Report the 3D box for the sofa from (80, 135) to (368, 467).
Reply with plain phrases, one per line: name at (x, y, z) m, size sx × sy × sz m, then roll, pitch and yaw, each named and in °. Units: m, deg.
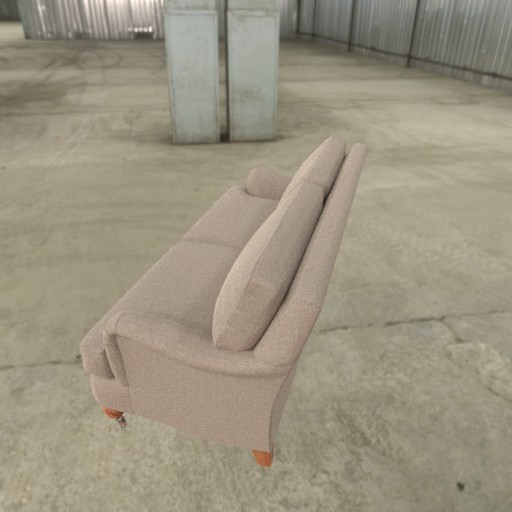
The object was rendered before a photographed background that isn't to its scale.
sofa at (0.000, 0.000, 2.721) m, size 1.087 × 1.054 × 2.160 m, roll 8°, pitch 31°, yaw 15°
